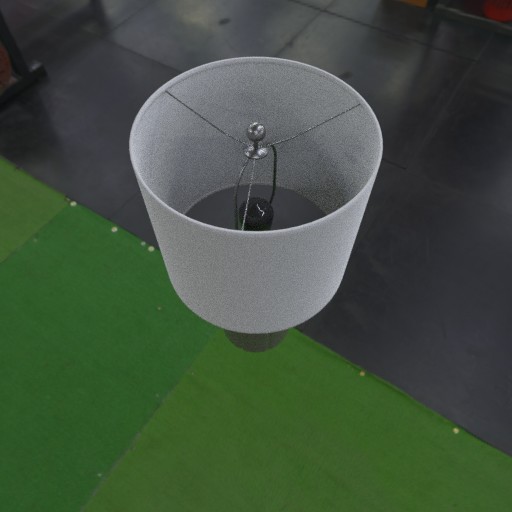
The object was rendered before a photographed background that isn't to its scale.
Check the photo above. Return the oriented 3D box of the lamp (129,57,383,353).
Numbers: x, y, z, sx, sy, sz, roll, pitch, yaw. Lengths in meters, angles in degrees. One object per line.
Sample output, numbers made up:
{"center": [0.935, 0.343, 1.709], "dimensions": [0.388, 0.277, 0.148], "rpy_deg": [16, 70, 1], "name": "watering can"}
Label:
{"center": [0.000, 0.000, 0.517], "dimensions": [0.203, 0.389, 0.203], "rpy_deg": [31, 63, 18], "name": "lamp"}
